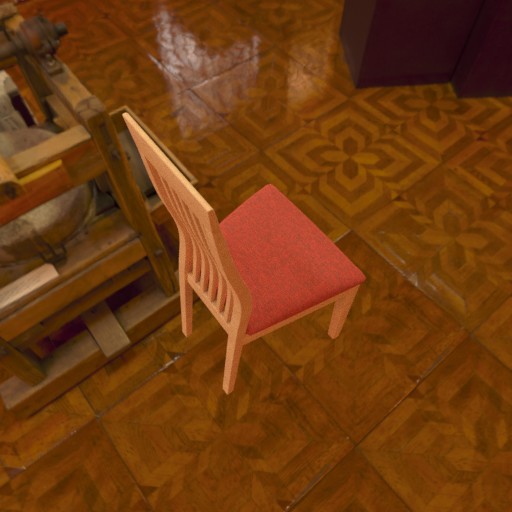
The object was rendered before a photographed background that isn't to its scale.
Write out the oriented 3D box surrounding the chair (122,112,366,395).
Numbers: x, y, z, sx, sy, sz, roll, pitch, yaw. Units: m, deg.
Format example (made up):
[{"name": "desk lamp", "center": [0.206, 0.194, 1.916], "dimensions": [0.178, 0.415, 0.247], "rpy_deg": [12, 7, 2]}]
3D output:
[{"name": "chair", "center": [0.000, 0.000, 1.267], "dimensions": [0.474, 1.027, 0.460], "rpy_deg": [-33, 64, -19]}]
